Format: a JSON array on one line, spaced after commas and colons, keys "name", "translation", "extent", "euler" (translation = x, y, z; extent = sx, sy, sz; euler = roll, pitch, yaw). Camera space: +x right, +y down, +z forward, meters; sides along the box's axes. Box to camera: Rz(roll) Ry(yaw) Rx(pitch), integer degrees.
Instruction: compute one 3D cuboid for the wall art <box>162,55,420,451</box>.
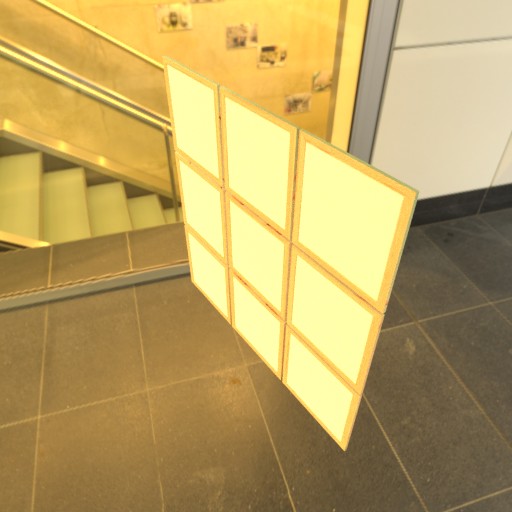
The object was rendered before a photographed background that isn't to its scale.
[{"name": "wall art", "translation": [0.000, 0.000, 1.753], "extent": [0.013, 1.219, 1.214], "euler": [-26, 47, -27]}]
